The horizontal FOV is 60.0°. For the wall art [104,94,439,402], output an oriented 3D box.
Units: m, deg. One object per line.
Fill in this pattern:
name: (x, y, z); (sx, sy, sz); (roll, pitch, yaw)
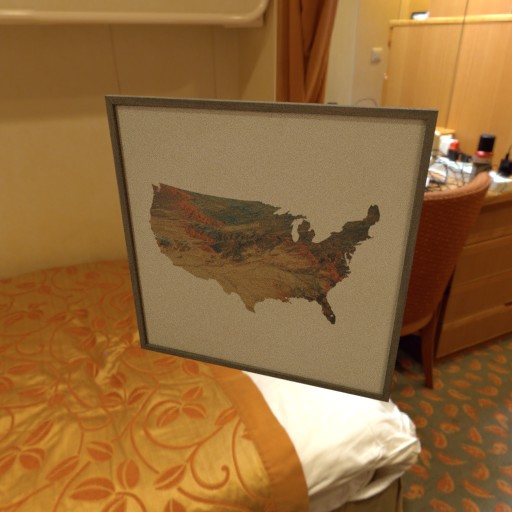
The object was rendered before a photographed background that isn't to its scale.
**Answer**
wall art: (0.000, 0.000, 0.764); (0.508, 0.507, 0.016); (8, 28, 16)
